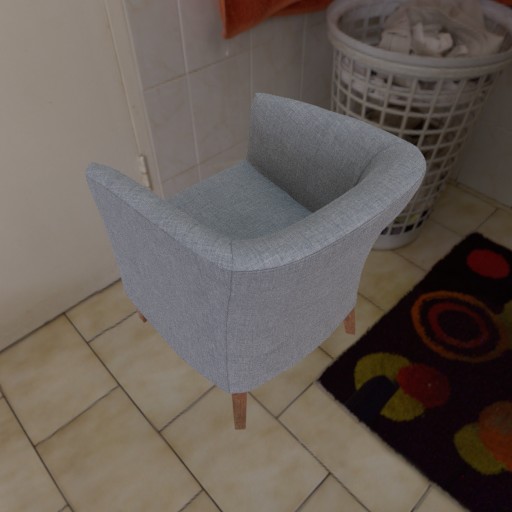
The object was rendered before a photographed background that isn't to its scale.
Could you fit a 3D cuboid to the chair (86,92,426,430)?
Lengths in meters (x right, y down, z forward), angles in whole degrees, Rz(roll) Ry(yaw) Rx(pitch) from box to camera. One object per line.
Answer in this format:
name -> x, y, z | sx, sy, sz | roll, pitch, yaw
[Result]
chair -> 0.000, 0.000, 1.256 | 0.600, 0.771, 0.668 | -33, 55, -27
